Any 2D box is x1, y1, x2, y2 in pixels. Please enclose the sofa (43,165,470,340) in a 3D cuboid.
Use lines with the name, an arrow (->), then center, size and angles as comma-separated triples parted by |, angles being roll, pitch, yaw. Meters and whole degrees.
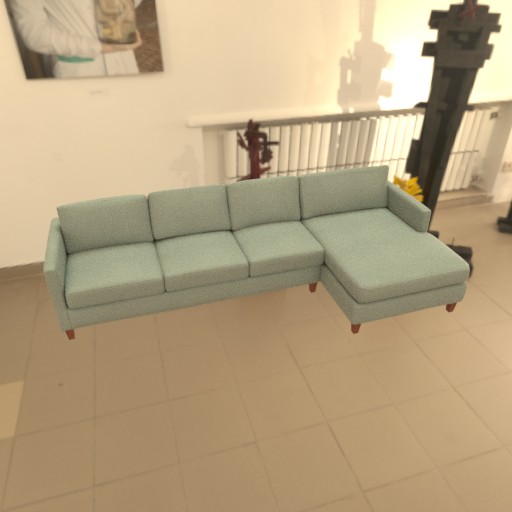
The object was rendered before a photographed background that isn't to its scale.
sofa -> 0.000, 0.000, 4.001 | 3.471, 0.950, 1.604 | -9, 34, -15
